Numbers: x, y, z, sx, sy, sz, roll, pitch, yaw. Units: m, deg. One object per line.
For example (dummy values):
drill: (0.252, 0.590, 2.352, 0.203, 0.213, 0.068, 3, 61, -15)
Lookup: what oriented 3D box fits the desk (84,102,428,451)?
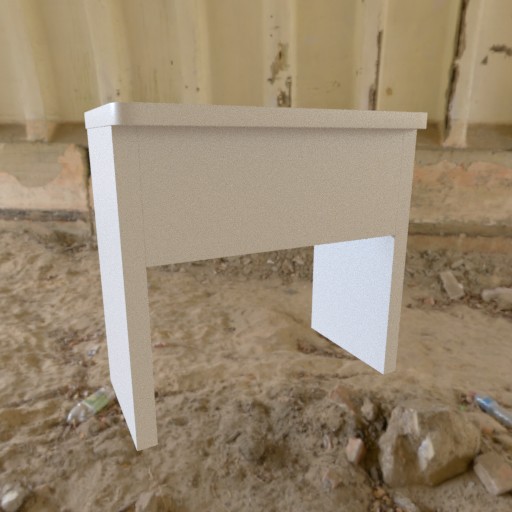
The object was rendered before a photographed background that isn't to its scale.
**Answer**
desk: (0.000, 0.000, 1.237, 0.790, 0.760, 0.446, -8, 17, -26)
